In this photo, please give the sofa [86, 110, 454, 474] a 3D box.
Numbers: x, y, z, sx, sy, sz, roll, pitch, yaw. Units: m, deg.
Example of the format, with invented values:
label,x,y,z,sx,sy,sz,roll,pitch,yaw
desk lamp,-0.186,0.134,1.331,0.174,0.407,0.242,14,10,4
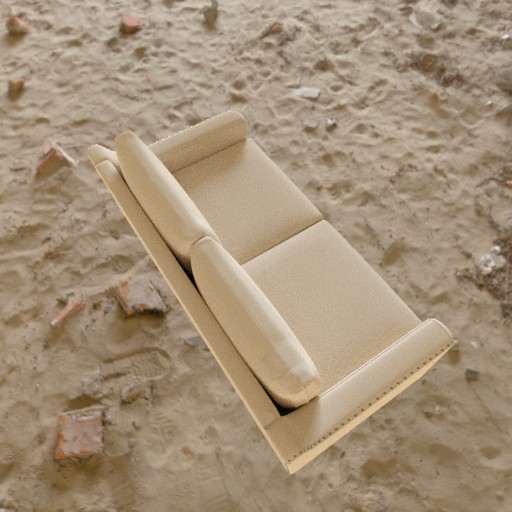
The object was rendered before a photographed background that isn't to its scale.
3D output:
label,x,y,z,sx,sy,sz,roll,pitch,yaw
sofa,0.000,0.000,2.277,0.949,0.830,1.812,-29,62,-17
